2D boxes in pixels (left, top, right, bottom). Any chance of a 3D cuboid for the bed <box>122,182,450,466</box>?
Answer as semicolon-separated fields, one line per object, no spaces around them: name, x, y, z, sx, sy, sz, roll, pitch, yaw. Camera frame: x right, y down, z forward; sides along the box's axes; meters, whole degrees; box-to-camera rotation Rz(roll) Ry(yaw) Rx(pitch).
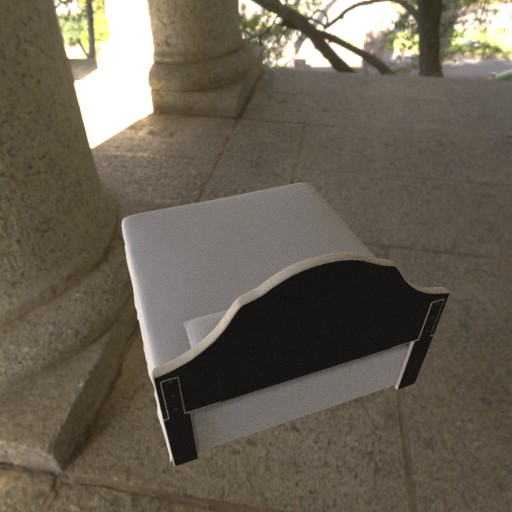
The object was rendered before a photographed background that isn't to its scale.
bed;0.000;0.000;3.517;2.012;1.555;2.086;-13;42;-15
